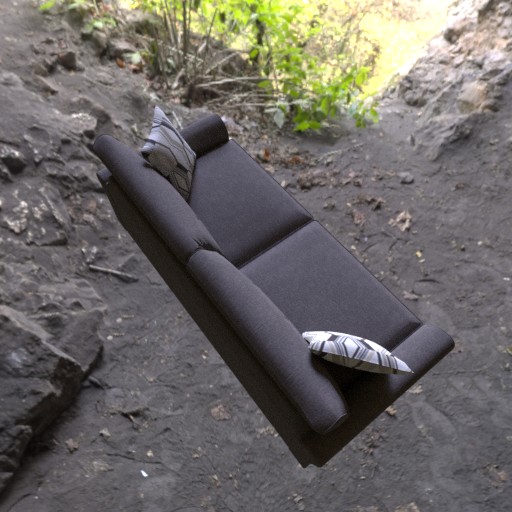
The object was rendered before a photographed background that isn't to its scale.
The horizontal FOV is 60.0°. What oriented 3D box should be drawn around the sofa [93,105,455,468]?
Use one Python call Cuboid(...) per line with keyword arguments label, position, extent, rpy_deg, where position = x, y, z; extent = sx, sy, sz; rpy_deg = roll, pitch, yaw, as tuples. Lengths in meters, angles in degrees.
Cuboid(label="sofa", position=(0.000, 0.000, 2.460), extent=(0.889, 0.813, 2.032), rpy_deg=(-33, 64, -19))
